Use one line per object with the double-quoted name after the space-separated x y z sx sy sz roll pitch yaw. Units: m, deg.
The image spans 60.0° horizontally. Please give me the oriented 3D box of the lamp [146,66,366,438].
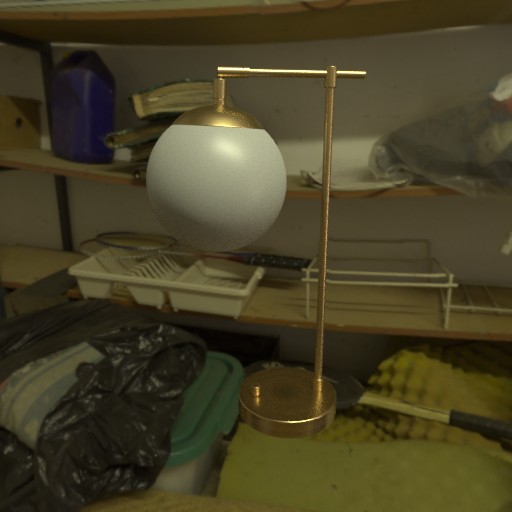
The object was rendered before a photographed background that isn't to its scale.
0.000 0.000 0.701 0.324 0.559 0.207 -2 16 -9 "lamp"
